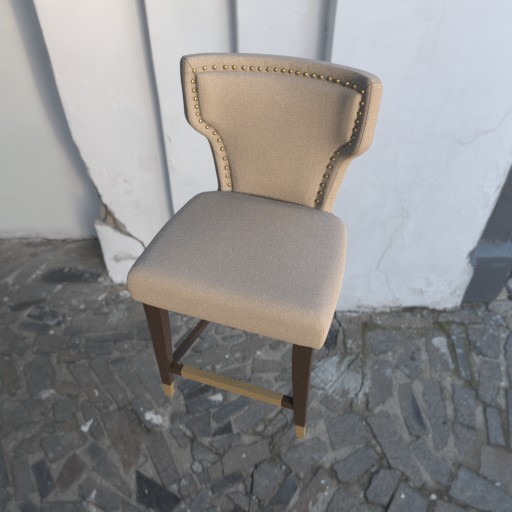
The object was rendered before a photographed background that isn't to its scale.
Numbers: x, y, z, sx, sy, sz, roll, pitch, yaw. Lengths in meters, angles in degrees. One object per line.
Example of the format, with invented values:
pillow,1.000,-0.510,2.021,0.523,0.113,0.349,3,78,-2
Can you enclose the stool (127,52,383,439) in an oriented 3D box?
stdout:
stool,0.000,0.000,1.302,0.527,0.982,0.563,13,43,14
